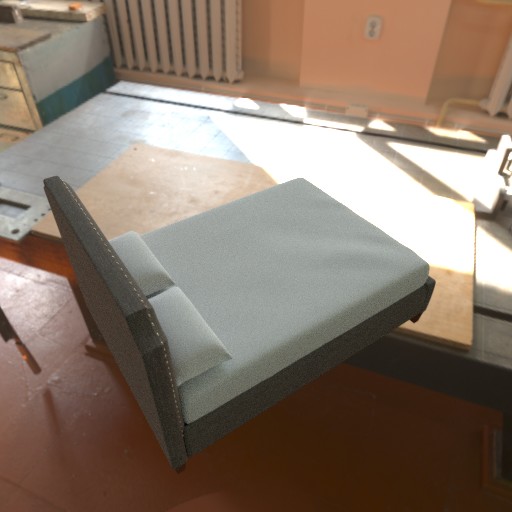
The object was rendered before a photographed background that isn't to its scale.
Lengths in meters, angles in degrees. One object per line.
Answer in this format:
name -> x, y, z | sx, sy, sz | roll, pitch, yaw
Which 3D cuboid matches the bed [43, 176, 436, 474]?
bed -> 0.000, 0.000, 3.405 | 2.381, 1.457, 1.713 | -24, 46, -25
